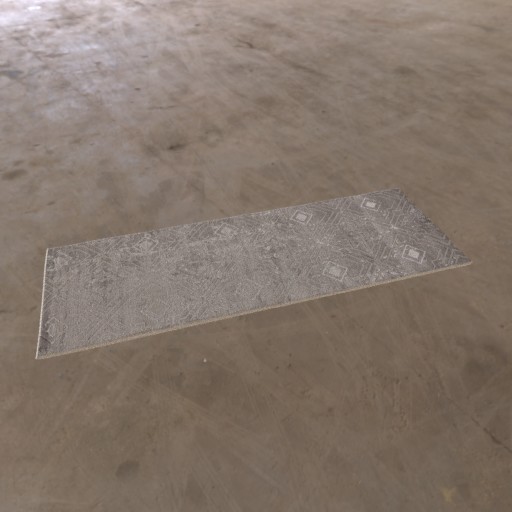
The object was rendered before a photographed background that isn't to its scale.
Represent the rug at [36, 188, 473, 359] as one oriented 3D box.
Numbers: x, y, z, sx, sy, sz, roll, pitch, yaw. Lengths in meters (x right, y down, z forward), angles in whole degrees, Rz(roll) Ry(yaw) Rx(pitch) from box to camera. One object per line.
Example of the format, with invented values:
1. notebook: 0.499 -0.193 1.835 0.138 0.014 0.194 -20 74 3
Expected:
1. rug: 0.000 0.000 2.618 2.381 0.035 0.832 -11 42 -12
